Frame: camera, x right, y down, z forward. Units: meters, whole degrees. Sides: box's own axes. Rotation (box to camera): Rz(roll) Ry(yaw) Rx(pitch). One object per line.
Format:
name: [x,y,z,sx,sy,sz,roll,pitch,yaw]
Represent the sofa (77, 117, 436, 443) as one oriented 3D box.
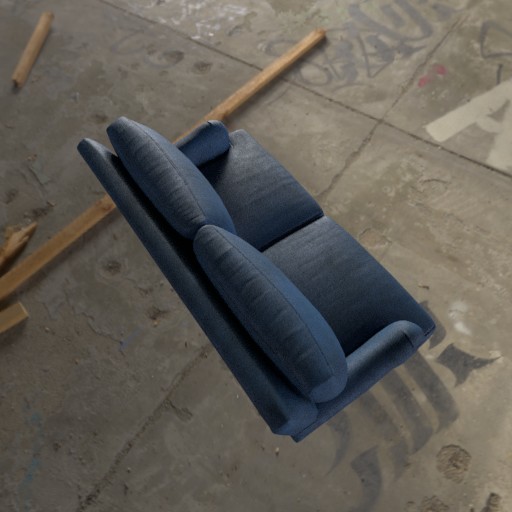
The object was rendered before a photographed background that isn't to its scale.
sofa: [0.000,0.000,2.507,1.084,1.101,1.853,-31,64,-18]
